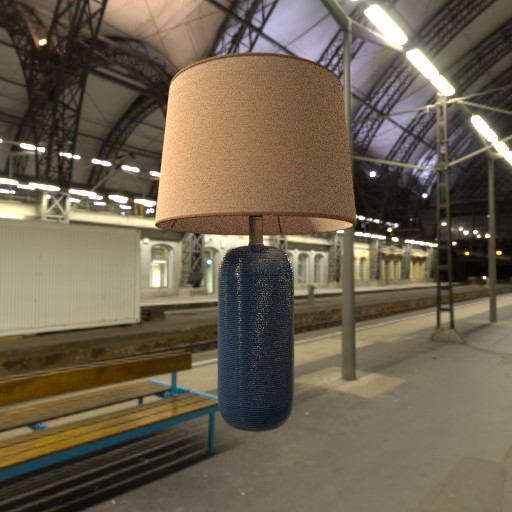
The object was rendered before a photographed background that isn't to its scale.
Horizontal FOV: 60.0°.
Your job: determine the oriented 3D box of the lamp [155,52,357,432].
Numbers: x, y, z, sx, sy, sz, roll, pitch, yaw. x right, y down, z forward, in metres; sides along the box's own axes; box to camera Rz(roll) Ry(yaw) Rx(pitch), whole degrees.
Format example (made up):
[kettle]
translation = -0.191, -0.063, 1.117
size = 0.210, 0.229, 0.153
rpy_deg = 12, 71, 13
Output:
[lamp]
translation = 0.000, 0.000, 0.823
size = 0.367, 0.609, 0.367
rpy_deg = 0, -2, 0
